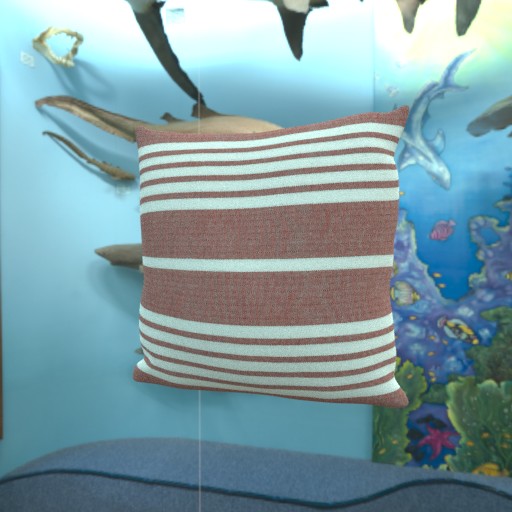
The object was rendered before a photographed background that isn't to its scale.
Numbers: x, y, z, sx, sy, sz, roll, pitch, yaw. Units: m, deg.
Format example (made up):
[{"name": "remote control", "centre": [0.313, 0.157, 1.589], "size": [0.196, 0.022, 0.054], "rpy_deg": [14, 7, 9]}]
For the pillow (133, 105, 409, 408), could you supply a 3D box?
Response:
[{"name": "pillow", "centre": [0.000, 0.000, 0.672], "size": [0.439, 0.427, 0.182], "rpy_deg": [0, 1, 18]}]
